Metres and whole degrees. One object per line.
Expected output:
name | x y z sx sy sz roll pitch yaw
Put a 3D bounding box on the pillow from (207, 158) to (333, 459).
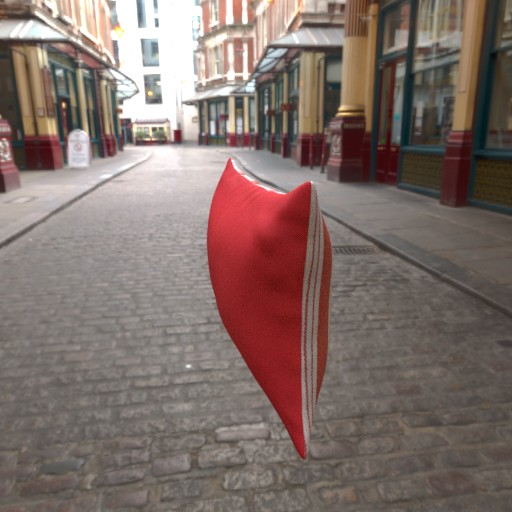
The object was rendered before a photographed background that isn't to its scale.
pillow | 0.000 0.000 0.726 0.151 0.297 0.608 -3 15 -10
